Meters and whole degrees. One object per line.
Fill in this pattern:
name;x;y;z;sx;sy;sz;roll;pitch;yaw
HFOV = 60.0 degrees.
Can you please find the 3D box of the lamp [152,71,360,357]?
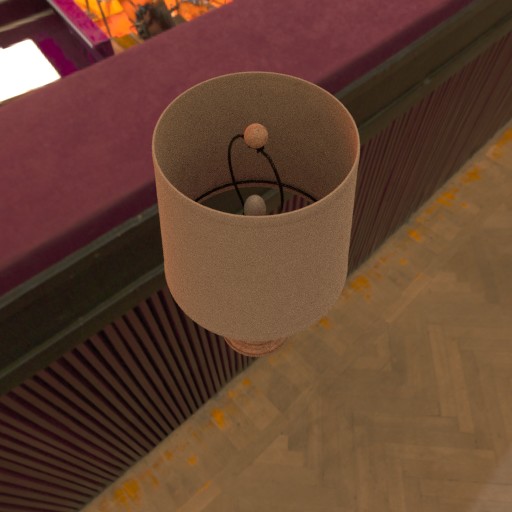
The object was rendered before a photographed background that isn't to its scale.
lamp;0.000;0.000;0.666;0.273;0.497;0.273;0;58;0
